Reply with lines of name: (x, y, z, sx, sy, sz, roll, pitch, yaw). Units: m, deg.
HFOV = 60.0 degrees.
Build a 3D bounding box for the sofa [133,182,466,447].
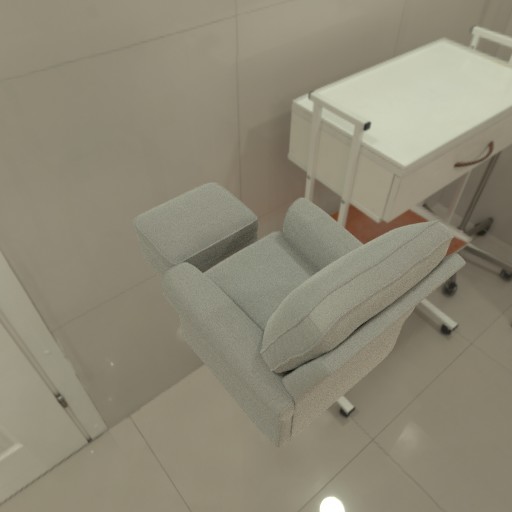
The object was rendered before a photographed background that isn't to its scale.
sofa: (0.000, 0.000, 2.025, 0.880, 0.959, 1.478, -31, 54, -26)
